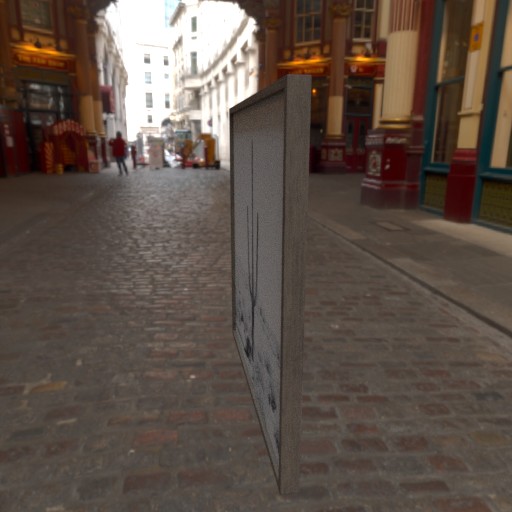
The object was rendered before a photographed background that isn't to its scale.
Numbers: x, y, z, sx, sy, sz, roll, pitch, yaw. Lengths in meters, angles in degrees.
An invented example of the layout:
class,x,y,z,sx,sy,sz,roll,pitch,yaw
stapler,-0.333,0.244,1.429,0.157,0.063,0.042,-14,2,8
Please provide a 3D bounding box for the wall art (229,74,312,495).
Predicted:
class,x,y,z,sx,sy,sz,roll,pitch,yaw
wall art,0.000,0.000,1.129,0.038,0.762,0.762,-3,15,-10
